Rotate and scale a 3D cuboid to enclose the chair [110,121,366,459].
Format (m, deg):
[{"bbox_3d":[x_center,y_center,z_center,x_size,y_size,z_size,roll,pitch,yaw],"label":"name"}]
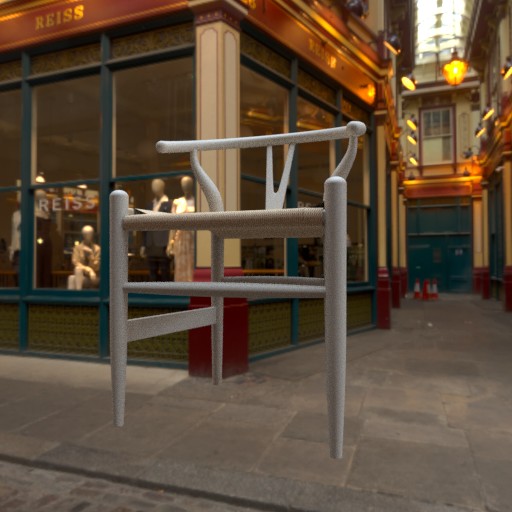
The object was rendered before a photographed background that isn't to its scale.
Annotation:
[{"bbox_3d":[0.000,0.000,1.104,0.533,0.736,0.500,0,-1,19],"label":"chair"}]
